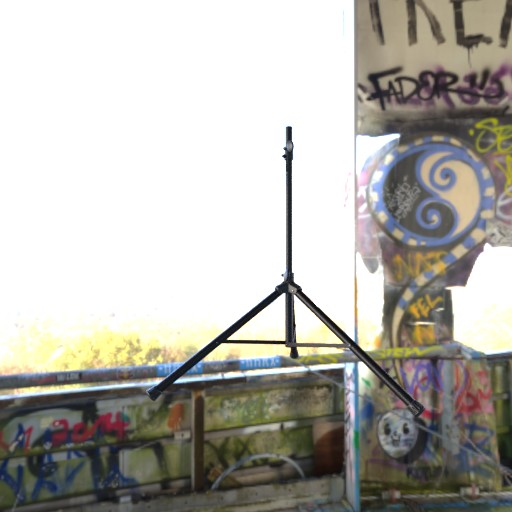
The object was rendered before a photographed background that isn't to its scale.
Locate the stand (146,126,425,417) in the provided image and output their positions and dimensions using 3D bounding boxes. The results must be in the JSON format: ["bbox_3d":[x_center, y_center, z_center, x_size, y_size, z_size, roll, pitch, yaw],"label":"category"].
[{"bbox_3d":[0.000,0.000,1.886,0.907,1.136,1.045,0,-1,-19],"label":"stand"}]
